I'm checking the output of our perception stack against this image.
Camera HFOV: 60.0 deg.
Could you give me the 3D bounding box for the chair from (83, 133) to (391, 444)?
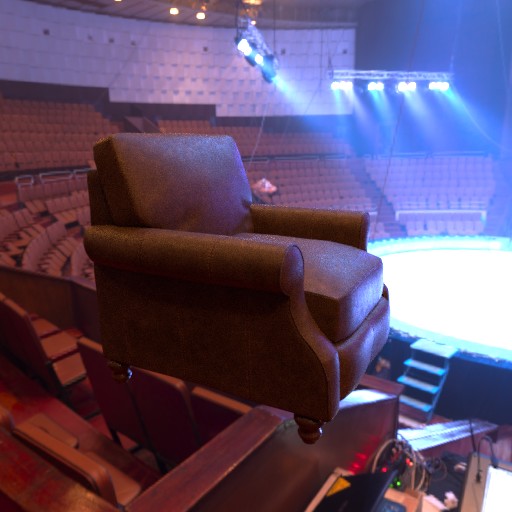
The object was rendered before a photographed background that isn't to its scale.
[{"bbox_3d":[0.000,0.000,1.784,1.002,0.976,0.996,7,15,27],"label":"chair"}]
